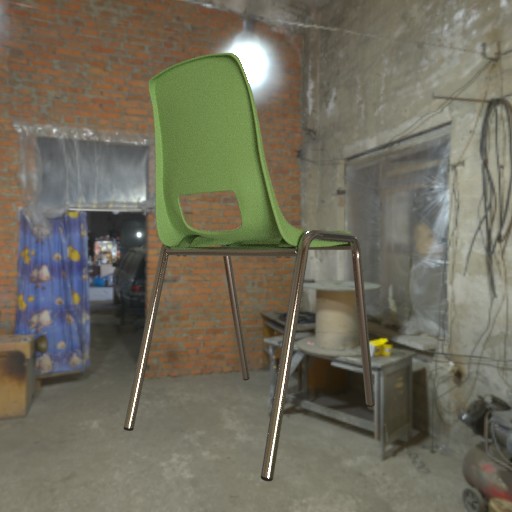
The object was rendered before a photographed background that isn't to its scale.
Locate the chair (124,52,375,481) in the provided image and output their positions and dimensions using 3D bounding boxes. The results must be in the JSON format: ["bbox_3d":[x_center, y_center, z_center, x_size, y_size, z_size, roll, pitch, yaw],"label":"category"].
[{"bbox_3d":[0.000,0.000,0.963,0.381,0.704,0.436,1,1,35],"label":"chair"}]
